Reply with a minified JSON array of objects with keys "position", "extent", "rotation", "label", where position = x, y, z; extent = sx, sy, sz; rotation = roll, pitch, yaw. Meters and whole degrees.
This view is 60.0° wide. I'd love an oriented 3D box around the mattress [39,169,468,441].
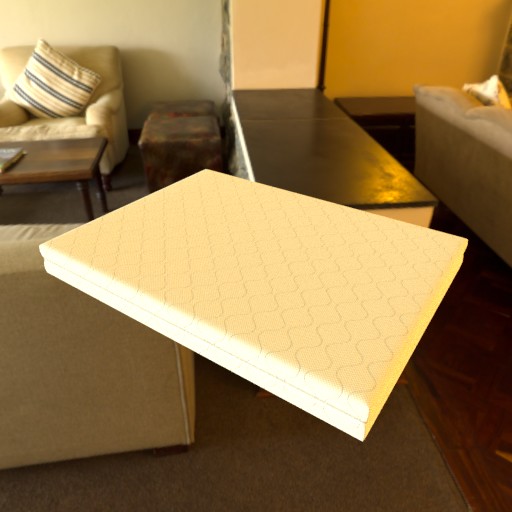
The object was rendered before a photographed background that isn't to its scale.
[{"position":[0.000,0.000,2.469],"extent":[1.900,0.200,1.400],"rotation":[20,37,29],"label":"mattress"}]
